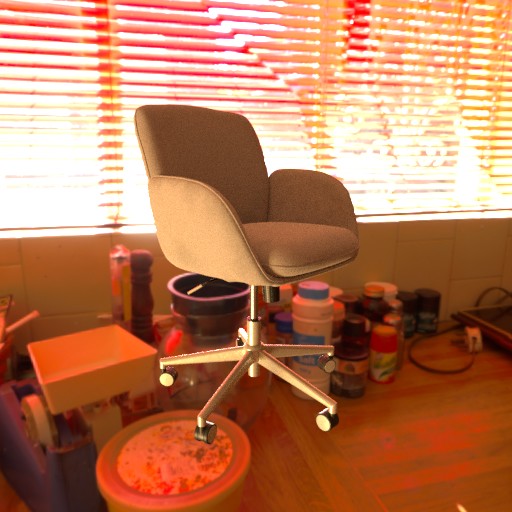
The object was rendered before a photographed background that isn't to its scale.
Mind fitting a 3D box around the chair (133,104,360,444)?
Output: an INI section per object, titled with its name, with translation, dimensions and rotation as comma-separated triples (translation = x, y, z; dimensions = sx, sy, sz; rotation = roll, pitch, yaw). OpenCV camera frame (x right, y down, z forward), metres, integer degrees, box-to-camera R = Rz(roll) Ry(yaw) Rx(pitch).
[chair]
translation = 0.000, 0.000, 1.418
dimensions = 0.654, 0.959, 0.648
rotation = 13, 18, 43
